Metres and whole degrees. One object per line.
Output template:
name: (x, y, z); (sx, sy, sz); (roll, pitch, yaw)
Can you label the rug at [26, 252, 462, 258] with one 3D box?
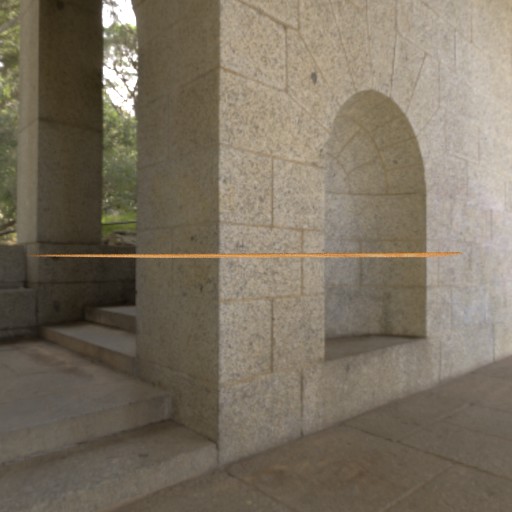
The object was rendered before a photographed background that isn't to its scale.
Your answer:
rug: (0.000, 0.000, 2.956); (2.336, 0.007, 1.525); (0, -1, 18)
